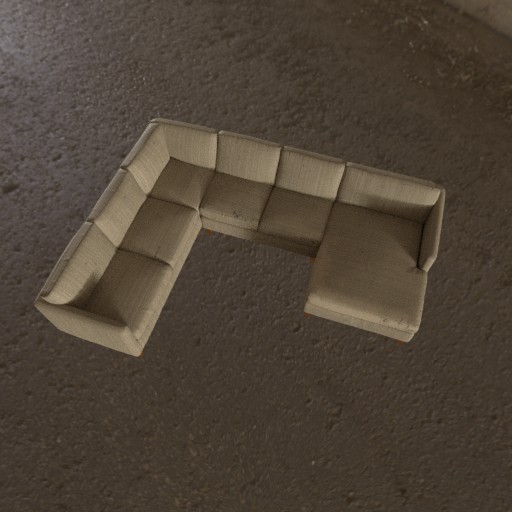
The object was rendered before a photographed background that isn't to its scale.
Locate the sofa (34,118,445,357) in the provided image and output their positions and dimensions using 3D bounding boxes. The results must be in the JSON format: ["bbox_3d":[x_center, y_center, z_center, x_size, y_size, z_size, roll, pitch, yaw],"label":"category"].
[{"bbox_3d":[0.000,0.000,4.577,3.460,0.961,2.594,16,60,9],"label":"sofa"}]
